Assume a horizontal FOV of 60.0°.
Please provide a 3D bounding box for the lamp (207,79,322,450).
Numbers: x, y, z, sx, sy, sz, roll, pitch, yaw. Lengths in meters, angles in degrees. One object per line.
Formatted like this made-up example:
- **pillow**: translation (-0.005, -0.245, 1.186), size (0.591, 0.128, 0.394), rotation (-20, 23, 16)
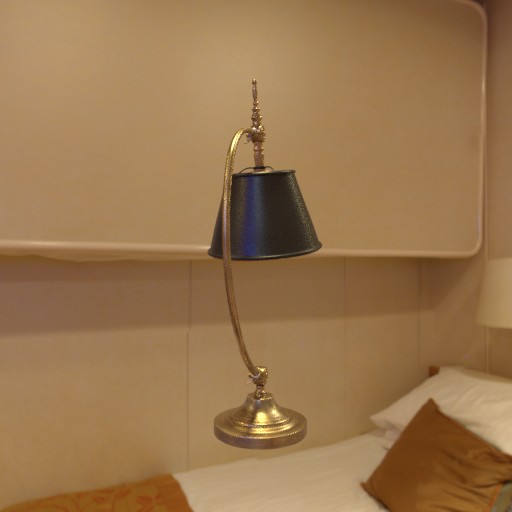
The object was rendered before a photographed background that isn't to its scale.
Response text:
- **lamp**: translation (0.000, 0.000, 0.853), size (0.235, 0.675, 0.344), rotation (0, -1, 18)
